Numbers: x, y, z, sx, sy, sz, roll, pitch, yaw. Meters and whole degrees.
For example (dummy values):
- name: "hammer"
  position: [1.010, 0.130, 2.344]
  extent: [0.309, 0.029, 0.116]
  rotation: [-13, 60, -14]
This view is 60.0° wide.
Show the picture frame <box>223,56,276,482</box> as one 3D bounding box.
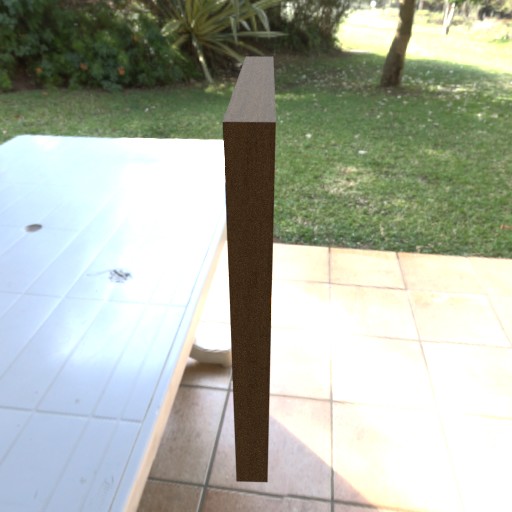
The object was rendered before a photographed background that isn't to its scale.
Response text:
- name: "picture frame"
  position: [0.000, 0.000, 0.699]
  extent: [0.046, 0.526, 0.421]
  rotation: [1, 31, 1]
